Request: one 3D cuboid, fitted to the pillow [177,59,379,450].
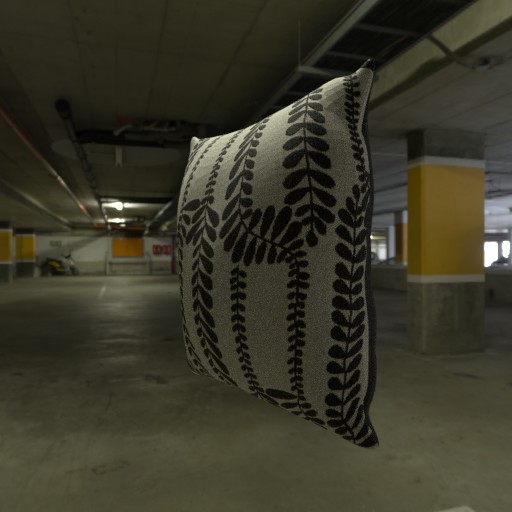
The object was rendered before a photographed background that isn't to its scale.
[{"bbox_3d":[0.000,0.000,0.657,0.182,0.441,0.440,0,0,-35],"label":"pillow"}]
